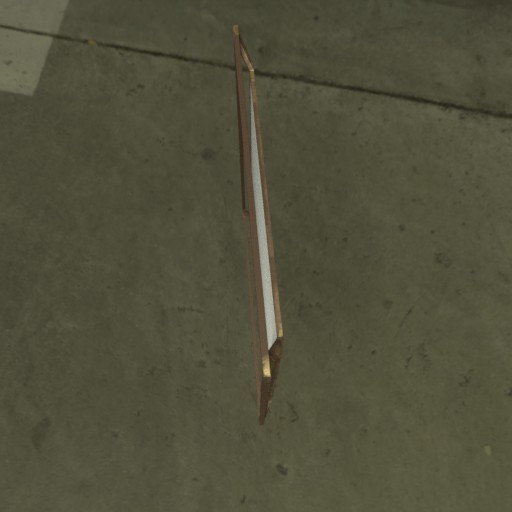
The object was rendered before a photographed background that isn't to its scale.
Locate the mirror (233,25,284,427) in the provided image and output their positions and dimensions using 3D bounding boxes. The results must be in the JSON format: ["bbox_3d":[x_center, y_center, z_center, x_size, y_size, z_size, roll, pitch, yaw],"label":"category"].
[{"bbox_3d":[0.000,0.000,0.920,0.032,0.610,0.610,-4,64,-2],"label":"mirror"}]
